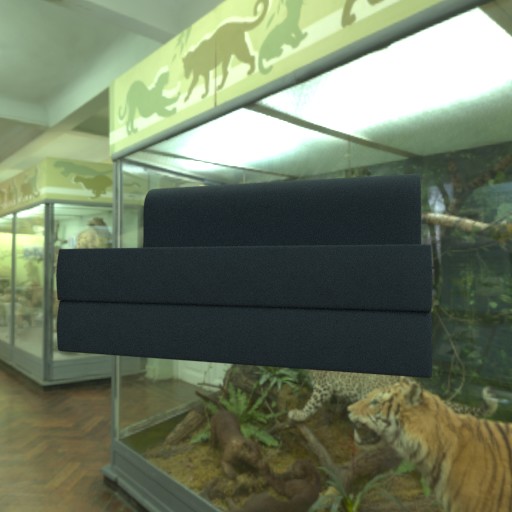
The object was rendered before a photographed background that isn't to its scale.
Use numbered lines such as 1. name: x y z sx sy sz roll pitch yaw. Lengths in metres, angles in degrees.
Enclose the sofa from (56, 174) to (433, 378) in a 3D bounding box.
1. sofa: 0.000 0.000 1.700 1.219 0.660 0.762 0 -1 18
